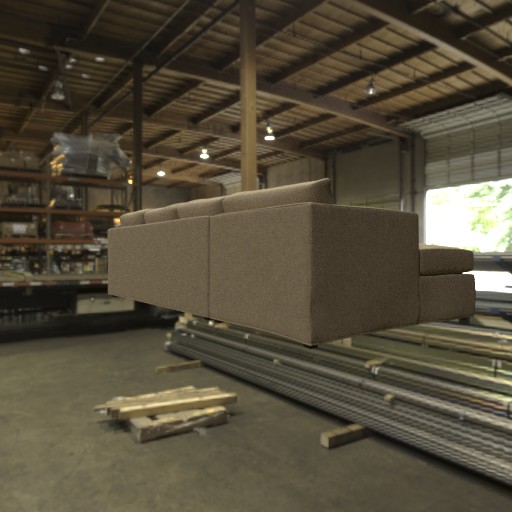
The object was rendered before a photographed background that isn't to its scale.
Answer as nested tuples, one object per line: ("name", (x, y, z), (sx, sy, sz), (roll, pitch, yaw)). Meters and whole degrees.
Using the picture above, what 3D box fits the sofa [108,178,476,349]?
("sofa", (0.000, 0.000, 3.957), (1.638, 0.920, 3.198), (0, 1, -36))
